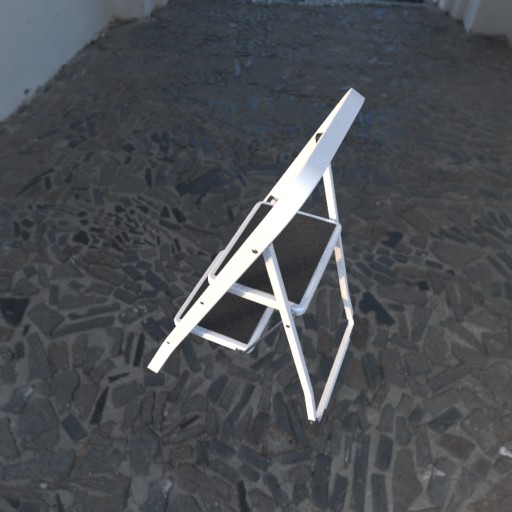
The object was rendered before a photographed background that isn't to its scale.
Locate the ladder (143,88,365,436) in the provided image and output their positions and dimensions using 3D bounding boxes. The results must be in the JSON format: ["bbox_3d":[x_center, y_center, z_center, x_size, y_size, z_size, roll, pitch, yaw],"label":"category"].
[{"bbox_3d":[0.000,0.000,1.112,0.544,0.810,0.460,18,49,16],"label":"ladder"}]
